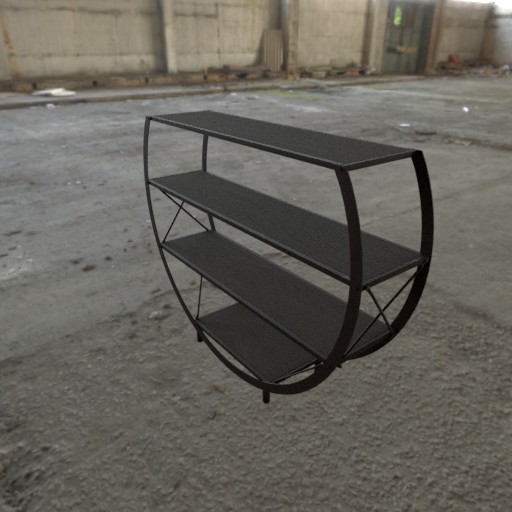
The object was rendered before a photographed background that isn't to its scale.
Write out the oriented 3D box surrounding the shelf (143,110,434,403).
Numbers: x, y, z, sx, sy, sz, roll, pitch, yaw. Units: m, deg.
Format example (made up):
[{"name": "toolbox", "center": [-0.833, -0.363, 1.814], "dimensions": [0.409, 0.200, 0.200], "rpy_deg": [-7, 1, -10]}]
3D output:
[{"name": "shelf", "center": [0.000, 0.000, 1.911], "dimensions": [0.344, 1.063, 1.403], "rpy_deg": [-18, 31, -33]}]
